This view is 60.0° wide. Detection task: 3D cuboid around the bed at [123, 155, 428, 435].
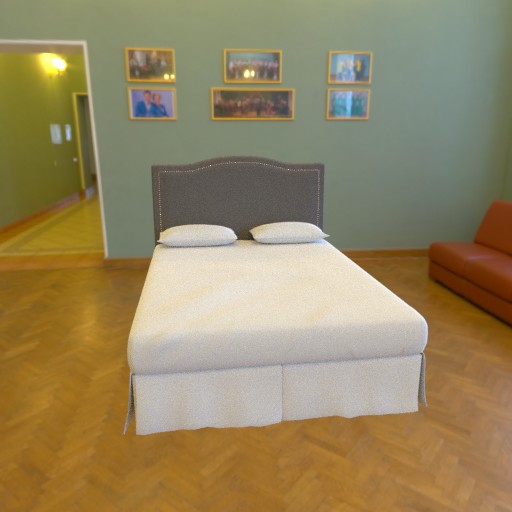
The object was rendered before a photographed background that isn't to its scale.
[{"bbox_3d":[0.000,0.000,3.464,1.821,1.436,2.282,-2,16,-8],"label":"bed"}]
